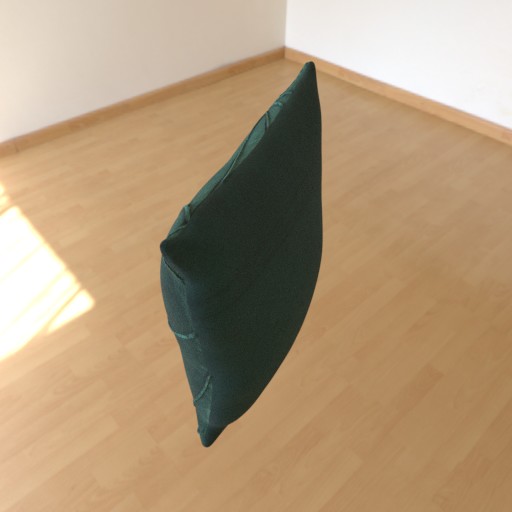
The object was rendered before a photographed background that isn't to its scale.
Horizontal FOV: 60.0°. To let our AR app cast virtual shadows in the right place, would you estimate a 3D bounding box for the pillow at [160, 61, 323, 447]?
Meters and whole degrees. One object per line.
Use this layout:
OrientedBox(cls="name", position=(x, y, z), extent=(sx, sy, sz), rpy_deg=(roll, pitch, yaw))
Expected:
OrientedBox(cls="pillow", position=(0.000, 0.000, 0.677), extent=(0.184, 0.440, 0.439), rpy_deg=(17, 47, 16))
